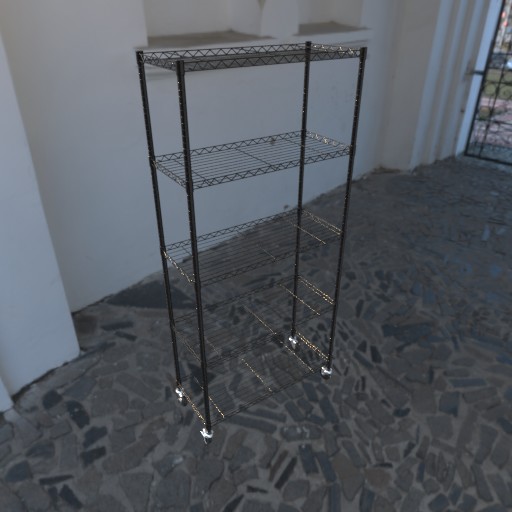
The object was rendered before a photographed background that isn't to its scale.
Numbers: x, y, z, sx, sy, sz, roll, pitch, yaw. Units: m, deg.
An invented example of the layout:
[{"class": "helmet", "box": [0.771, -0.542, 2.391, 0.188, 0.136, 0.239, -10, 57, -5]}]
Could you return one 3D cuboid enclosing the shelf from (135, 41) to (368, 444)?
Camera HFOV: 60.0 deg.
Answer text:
[{"class": "shelf", "box": [0.000, 0.000, 1.935, 0.762, 1.645, 0.356, -18, 35, -29]}]
